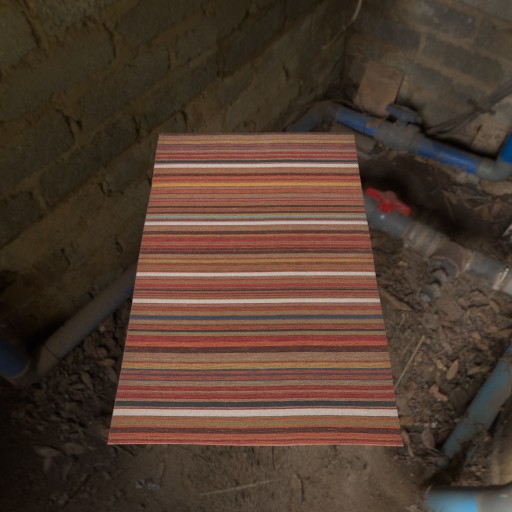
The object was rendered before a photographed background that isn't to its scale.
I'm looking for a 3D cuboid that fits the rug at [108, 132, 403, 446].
[{"bbox_3d":[0.000,0.000,2.298,1.217,0.007,1.828,0,58,0],"label":"rug"}]
